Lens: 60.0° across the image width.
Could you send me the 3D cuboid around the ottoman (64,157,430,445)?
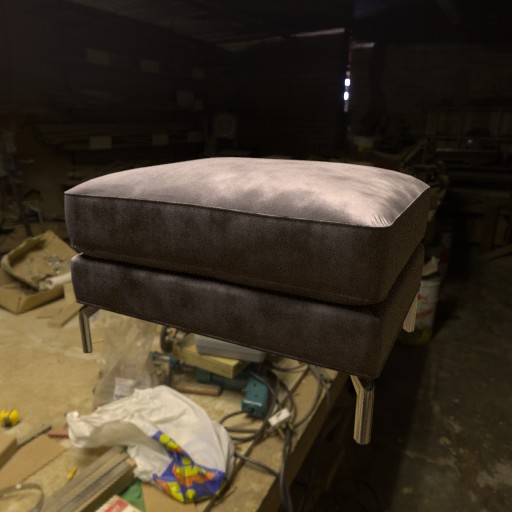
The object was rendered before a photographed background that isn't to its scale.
[{"bbox_3d":[0.000,0.000,1.078,0.719,0.456,0.520,9,20,26],"label":"ottoman"}]
